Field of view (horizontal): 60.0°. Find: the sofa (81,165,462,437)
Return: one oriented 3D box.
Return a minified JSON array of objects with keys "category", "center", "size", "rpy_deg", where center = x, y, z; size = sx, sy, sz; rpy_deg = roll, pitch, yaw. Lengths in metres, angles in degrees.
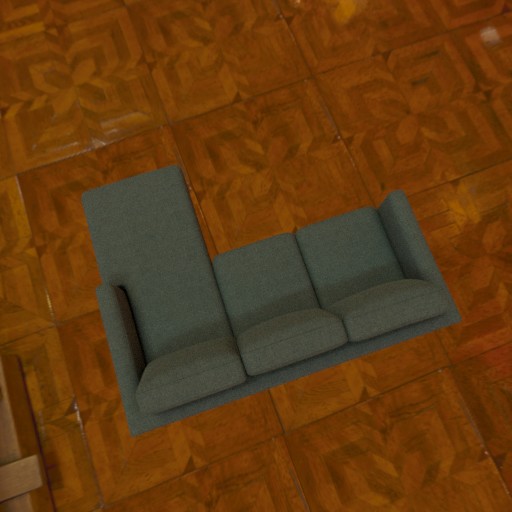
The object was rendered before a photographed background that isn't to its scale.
[{"category":"sofa","center":[0.000,0.000,2.978],"size":[2.055,0.957,1.667],"rpy_deg":[-18,76,-5]}]
